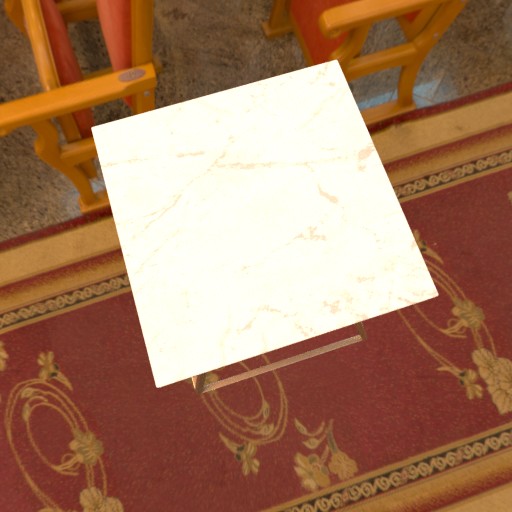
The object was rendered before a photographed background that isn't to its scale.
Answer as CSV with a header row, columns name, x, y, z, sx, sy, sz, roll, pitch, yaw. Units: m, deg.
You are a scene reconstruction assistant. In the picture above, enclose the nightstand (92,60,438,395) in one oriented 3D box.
name,x,y,z,sx,sy,sz,roll,pitch,yaw
nightstand,0.000,0.000,0.917,0.455,0.554,0.455,-17,76,-5
